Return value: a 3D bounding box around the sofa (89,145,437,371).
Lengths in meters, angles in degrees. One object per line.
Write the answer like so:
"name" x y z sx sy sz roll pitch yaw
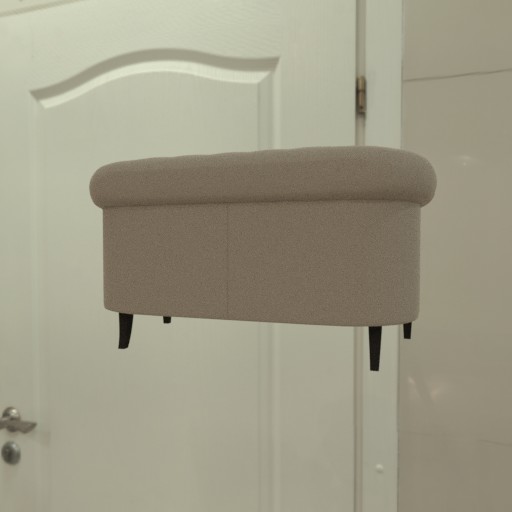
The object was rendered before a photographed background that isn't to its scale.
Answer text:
"sofa" 0.000 0.000 2.050 1.558 0.827 0.835 1 2 18
